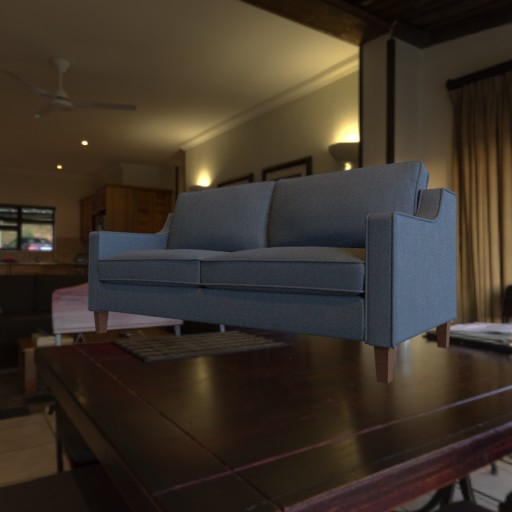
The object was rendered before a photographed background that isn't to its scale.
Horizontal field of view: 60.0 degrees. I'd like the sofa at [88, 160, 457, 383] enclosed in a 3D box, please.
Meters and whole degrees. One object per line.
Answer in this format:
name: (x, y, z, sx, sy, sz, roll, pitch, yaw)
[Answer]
sofa: (0.000, 0.000, 2.845, 2.178, 1.071, 1.066, 0, -1, 37)
